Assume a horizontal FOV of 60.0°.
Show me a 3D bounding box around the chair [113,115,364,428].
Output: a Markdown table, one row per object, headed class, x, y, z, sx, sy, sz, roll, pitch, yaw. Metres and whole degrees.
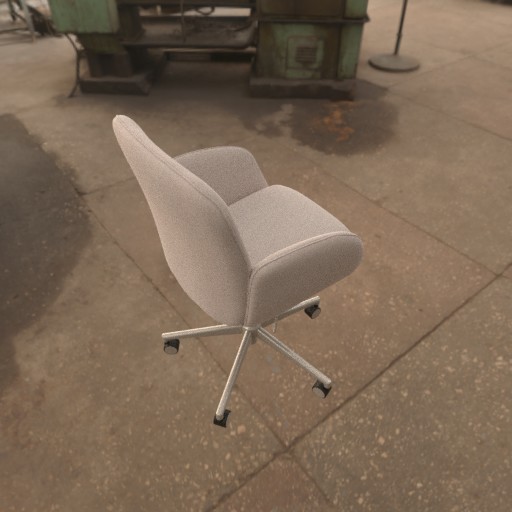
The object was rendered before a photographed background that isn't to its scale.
| class | x | y | z | sx | sy | sz | roll | pitch | yaw |
| --- | --- | --- | --- | --- | --- | --- | --- | --- | --- |
| chair | 0.000 | 0.000 | 1.401 | 0.633 | 0.959 | 0.648 | -26 | 48 | -26 |
